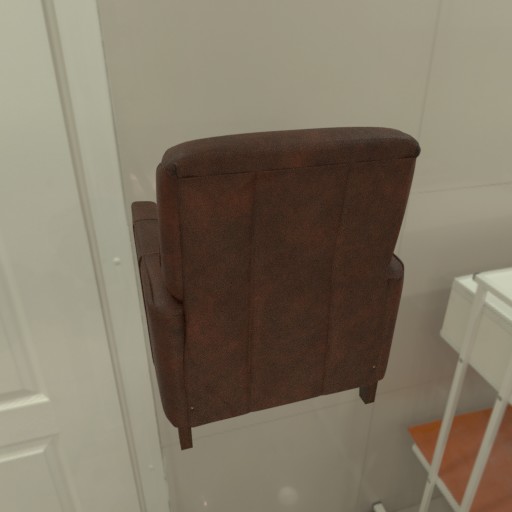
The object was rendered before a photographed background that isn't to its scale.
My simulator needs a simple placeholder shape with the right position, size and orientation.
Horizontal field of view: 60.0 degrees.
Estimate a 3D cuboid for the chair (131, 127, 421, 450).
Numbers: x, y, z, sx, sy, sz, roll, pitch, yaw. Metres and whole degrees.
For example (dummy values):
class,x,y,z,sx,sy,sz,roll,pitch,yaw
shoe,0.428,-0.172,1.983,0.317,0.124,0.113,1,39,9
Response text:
class,x,y,z,sx,sy,sz,roll,pitch,yaw
chair,0.000,0.000,1.640,0.843,1.043,0.836,-8,28,-15
